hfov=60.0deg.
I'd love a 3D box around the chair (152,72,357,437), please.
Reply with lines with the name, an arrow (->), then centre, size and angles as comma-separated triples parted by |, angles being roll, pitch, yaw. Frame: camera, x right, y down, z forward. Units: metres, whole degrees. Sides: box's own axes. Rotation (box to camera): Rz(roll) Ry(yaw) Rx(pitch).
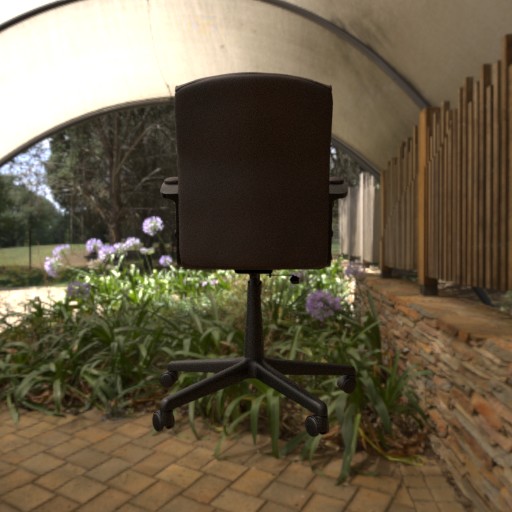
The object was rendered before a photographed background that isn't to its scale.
chair -> 0.000, 0.000, 1.535 | 0.739, 1.004, 0.717 | 0, 1, 1
